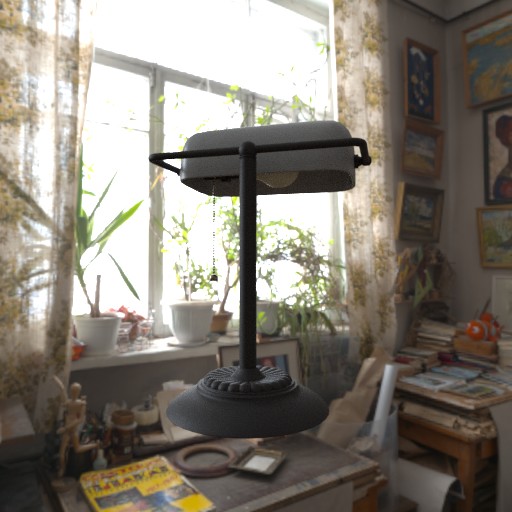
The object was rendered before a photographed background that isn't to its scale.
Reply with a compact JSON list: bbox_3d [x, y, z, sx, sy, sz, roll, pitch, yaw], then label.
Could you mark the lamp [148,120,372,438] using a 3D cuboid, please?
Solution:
[{"bbox_3d":[0.000,0.000,0.528,0.264,0.339,0.243,0,-1,16],"label":"lamp"}]
